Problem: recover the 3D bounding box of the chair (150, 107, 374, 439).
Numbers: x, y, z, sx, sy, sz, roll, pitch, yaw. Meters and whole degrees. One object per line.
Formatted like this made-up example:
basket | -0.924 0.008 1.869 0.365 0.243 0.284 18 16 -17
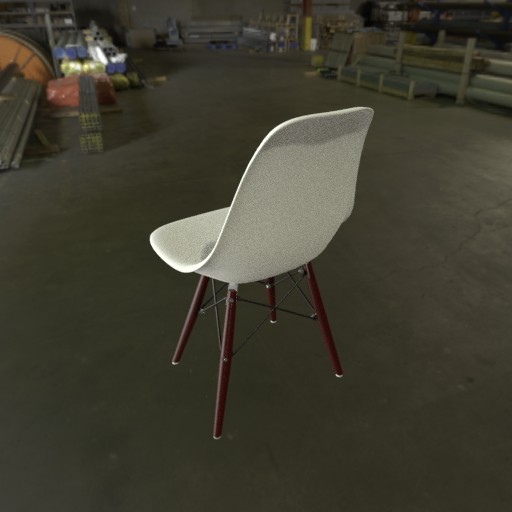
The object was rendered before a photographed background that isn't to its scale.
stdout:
chair | 0.000 0.000 1.161 0.470 0.826 0.533 -18 35 -29
